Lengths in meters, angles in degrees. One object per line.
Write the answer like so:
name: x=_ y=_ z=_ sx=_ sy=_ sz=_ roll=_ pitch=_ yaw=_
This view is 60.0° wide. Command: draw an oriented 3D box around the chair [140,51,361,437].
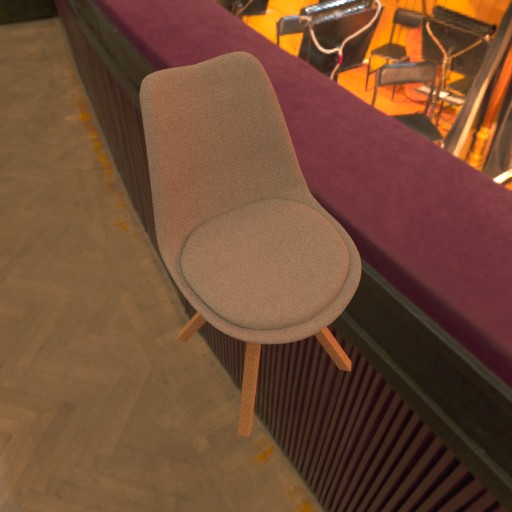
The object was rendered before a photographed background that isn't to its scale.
chair: x=0.000 y=0.000 z=1.198 sx=0.474 sy=0.863 sz=0.549 roll=-25 pitch=51 yaw=-22
